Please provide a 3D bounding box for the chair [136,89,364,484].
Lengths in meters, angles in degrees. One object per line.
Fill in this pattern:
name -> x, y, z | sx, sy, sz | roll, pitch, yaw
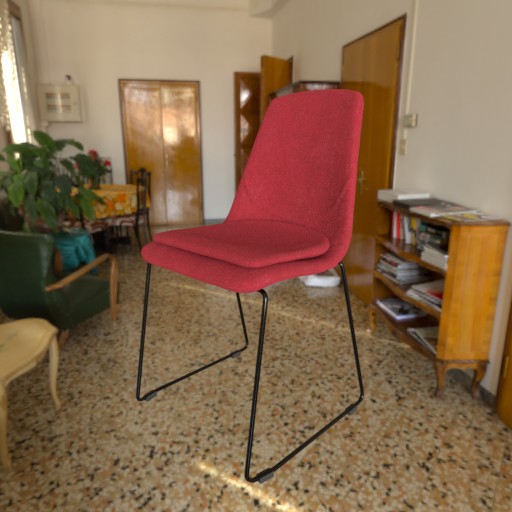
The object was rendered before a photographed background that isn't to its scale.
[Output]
chair -> 0.000, 0.000, 1.170 | 0.479, 0.858, 0.518 | 14, 21, 42
